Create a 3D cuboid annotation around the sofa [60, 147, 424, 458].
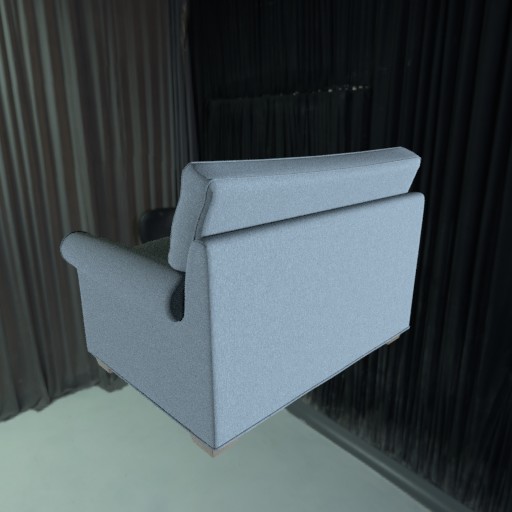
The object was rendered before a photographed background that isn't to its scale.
[{"bbox_3d":[0.000,0.000,2.018,1.410,0.953,0.940,-16,23,-42],"label":"sofa"}]
